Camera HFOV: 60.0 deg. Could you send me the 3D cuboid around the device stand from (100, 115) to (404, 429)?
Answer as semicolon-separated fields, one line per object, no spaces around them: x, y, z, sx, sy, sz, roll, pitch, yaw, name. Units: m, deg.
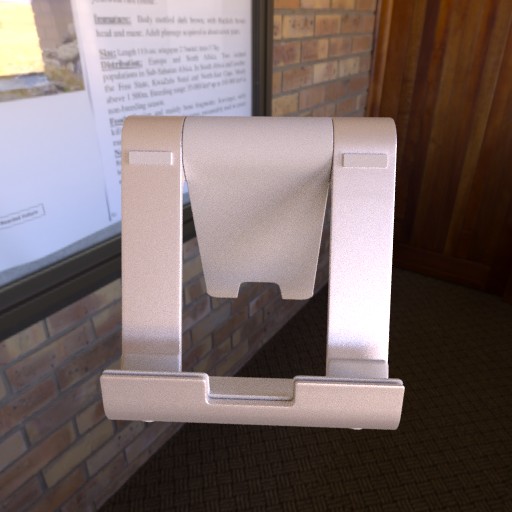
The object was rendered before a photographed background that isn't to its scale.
0.000;0.000;0.148;0.086;0.084;0.079;1;28;2;device stand
